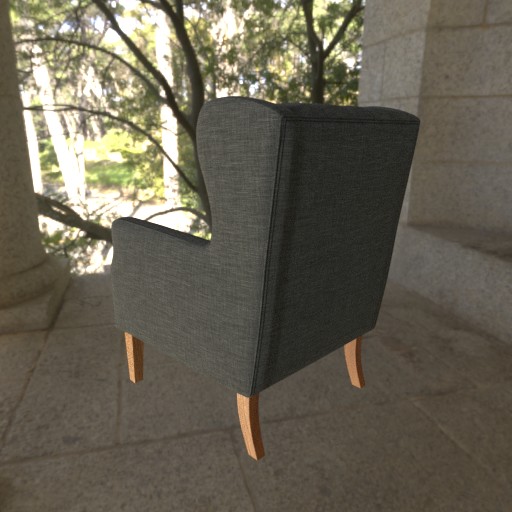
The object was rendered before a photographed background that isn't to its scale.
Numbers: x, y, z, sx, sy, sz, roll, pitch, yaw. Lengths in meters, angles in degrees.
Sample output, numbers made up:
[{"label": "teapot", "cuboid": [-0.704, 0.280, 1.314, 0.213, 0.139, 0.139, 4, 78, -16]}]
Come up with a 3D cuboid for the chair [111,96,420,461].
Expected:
[{"label": "chair", "cuboid": [0.000, 0.000, 1.478, 0.711, 0.953, 0.775, -15, 21, -42]}]
